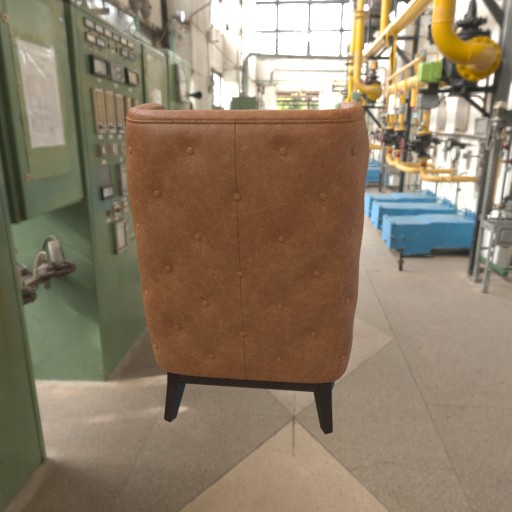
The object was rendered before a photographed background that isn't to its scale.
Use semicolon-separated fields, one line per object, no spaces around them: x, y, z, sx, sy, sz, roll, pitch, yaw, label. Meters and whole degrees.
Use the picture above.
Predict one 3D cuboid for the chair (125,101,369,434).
0.000;0.000;1.669;0.766;1.079;0.899;2;16;6;chair
